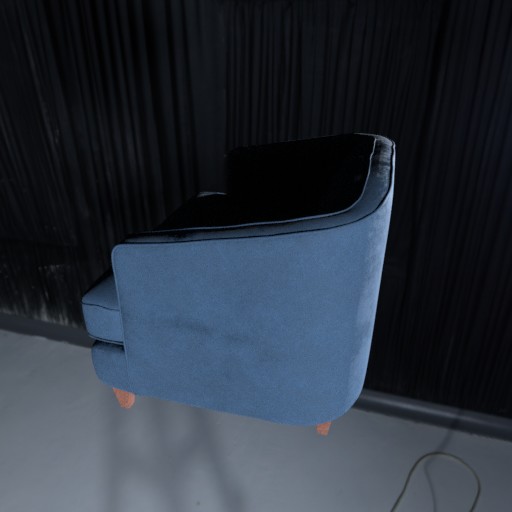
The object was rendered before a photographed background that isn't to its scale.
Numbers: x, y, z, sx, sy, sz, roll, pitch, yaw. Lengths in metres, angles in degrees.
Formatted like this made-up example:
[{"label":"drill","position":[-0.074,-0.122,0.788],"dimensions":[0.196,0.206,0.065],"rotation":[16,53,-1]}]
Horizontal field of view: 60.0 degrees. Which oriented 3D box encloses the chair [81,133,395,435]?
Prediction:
[{"label":"chair","position":[0.000,0.000,1.733],"dimensions":[0.940,0.852,1.094],"rotation":[8,30,14]}]
